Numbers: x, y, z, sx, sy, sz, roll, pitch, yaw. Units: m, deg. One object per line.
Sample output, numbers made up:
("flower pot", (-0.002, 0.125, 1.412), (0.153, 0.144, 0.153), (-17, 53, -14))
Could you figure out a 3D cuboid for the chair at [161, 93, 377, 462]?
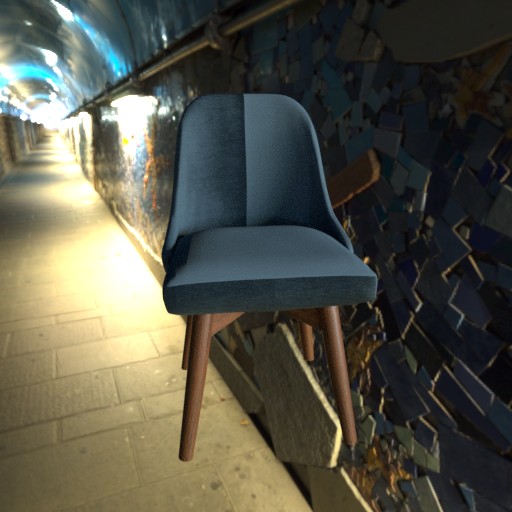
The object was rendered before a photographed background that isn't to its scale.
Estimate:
("chair", (0.000, 0.000, 1.233), (0.503, 0.882, 0.589), (-2, 17, -8))
